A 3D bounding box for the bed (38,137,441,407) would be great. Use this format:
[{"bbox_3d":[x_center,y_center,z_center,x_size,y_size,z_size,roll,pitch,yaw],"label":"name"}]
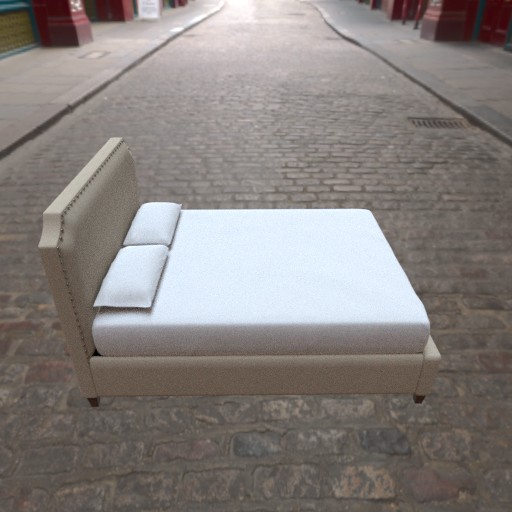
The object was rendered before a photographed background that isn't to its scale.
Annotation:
[{"bbox_3d":[0.000,0.000,3.367,2.329,1.415,1.703,0,31,-1],"label":"bed"}]
